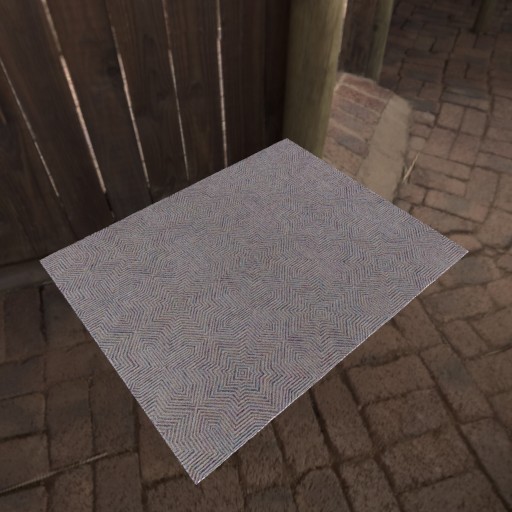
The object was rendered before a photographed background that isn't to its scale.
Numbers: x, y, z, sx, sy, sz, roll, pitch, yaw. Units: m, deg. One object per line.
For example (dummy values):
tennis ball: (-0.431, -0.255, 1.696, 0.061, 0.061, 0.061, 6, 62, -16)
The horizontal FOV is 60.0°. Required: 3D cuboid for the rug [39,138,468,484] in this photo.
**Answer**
rug: (0.000, 0.000, 4.029, 3.046, 0.008, 2.442, -32, 55, -26)
